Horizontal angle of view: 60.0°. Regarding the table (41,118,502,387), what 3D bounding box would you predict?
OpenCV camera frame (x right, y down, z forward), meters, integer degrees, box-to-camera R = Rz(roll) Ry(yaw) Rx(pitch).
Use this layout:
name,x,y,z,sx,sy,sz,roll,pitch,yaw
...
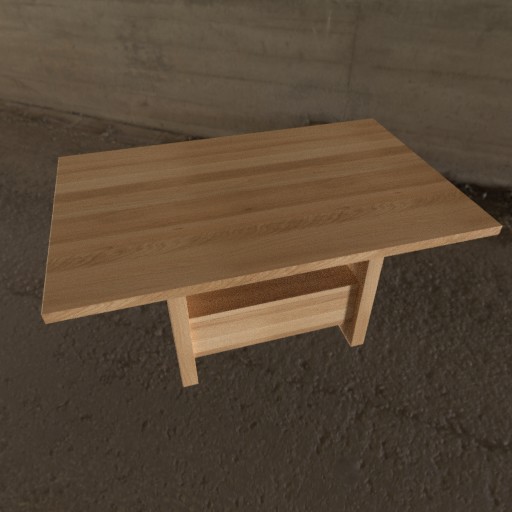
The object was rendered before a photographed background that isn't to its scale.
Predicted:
name,x,y,z,sx,sy,sz,roll,pitch,yaw
table,0.000,0.000,1.428,1.100,0.510,0.700,-10,41,-12
